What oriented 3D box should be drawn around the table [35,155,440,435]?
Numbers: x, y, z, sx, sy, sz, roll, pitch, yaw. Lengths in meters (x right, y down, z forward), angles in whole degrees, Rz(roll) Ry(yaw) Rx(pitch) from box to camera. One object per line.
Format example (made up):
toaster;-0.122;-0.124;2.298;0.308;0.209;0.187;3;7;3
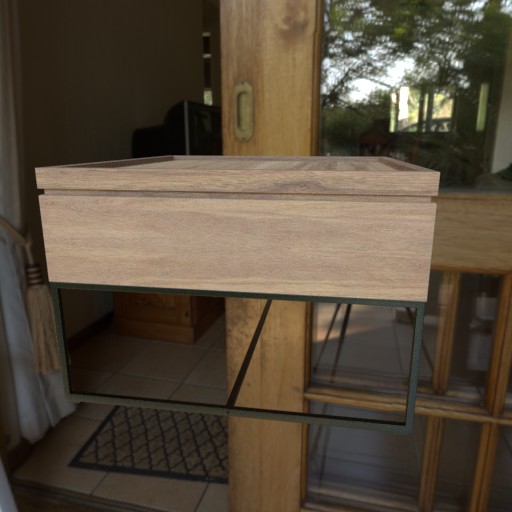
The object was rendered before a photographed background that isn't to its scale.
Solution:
table;0.000;0.000;1.106;0.676;0.464;0.679;2;15;9
